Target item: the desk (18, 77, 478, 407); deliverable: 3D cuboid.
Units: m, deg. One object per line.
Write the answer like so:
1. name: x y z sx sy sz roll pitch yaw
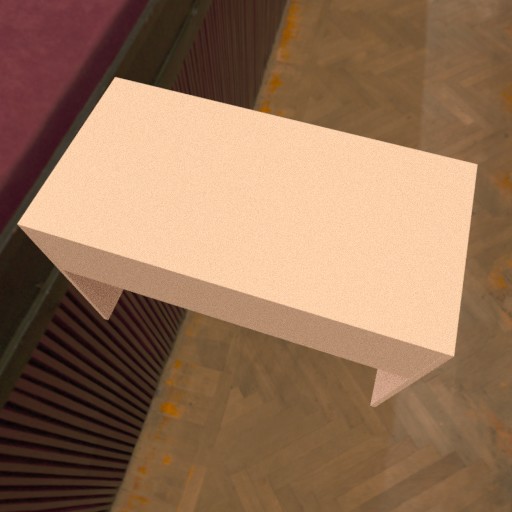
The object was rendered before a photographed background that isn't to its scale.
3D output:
1. desk: 0.000 0.000 1.499 1.100 0.730 0.560 16 64 8
